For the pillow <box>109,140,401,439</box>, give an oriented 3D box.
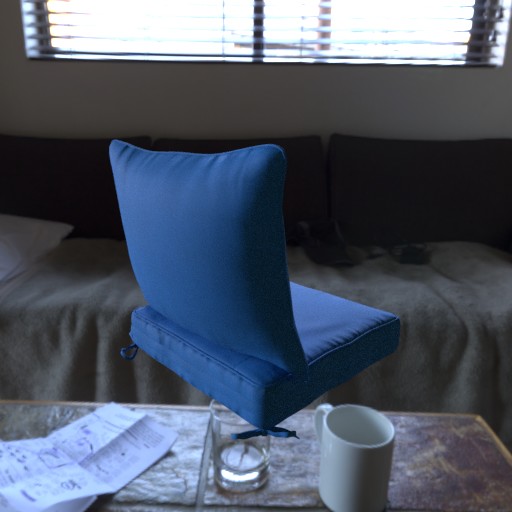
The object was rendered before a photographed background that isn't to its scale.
[{"bbox_3d":[0.000,0.000,1.432,0.733,0.725,0.798,-14,21,-41],"label":"pillow"}]
